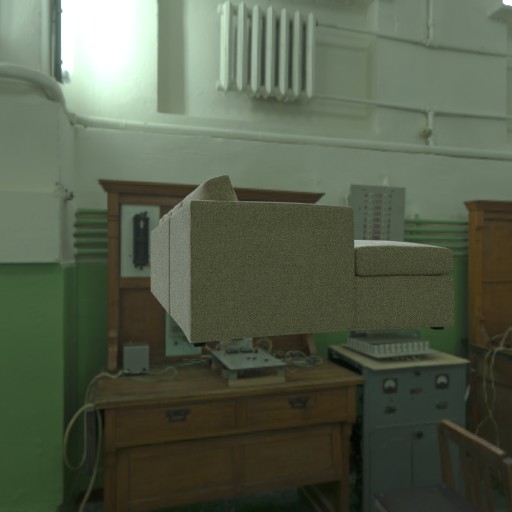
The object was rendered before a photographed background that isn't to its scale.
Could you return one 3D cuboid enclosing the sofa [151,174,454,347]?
[{"bbox_3d":[0.000,0.000,3.952,1.650,0.922,3.205,0,0,-17],"label":"sofa"}]
